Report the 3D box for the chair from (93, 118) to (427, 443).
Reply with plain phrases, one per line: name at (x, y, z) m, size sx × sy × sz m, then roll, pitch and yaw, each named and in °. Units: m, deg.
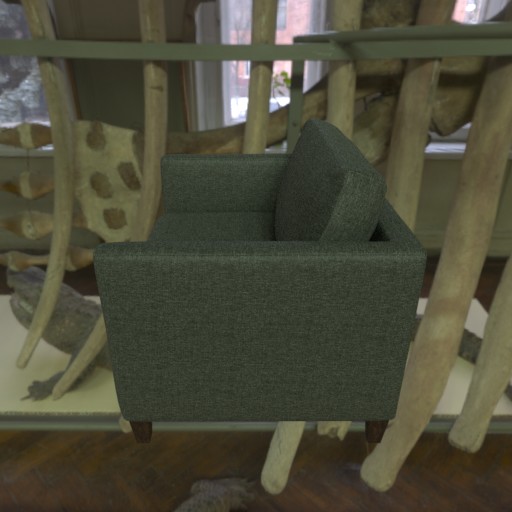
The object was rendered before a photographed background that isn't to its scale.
chair at (0.000, 0.000, 1.791) m, size 0.959 × 0.963 × 1.107 m, roll 0°, pitch 27°, yaw 0°
